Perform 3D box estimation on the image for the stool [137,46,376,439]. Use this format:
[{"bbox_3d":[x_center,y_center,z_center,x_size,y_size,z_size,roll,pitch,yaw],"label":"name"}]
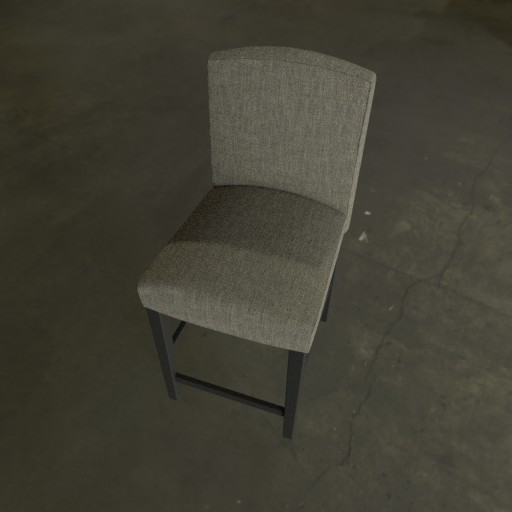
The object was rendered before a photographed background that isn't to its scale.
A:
[{"bbox_3d":[0.000,0.000,1.254,0.451,0.966,0.552,13,44,14],"label":"stool"}]
